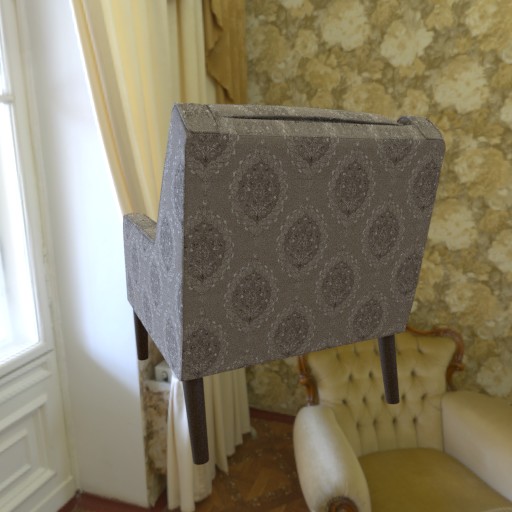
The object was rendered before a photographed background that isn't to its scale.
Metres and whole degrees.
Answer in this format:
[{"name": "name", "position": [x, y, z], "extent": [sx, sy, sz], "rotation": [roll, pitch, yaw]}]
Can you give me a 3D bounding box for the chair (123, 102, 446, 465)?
[{"name": "chair", "position": [0.000, 0.000, 1.311], "extent": [0.665, 0.797, 0.750], "rotation": [-6, 13, -26]}]
